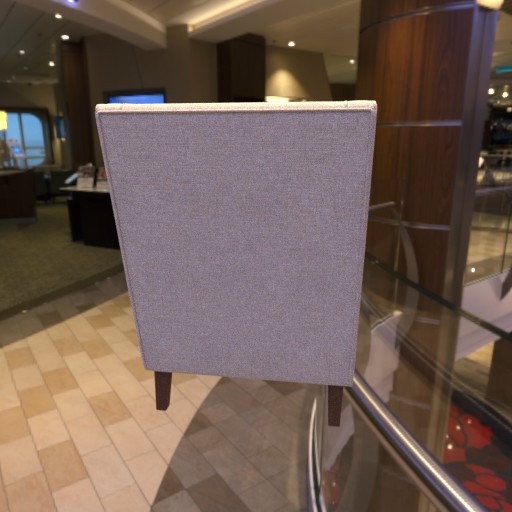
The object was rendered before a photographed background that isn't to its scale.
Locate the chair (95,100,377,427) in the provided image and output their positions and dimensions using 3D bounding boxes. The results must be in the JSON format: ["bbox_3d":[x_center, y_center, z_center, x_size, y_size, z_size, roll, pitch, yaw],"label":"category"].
[{"bbox_3d":[0.000,0.000,1.733,0.764,1.082,0.948,2,15,8],"label":"chair"}]
